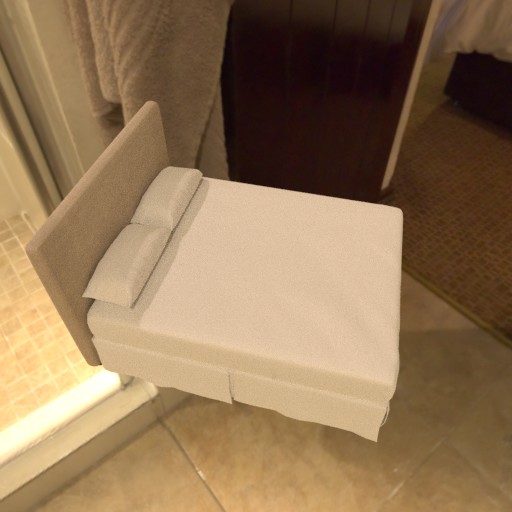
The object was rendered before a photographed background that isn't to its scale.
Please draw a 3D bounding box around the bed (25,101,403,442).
[{"bbox_3d":[0.000,0.000,3.186,2.162,1.330,1.713,10,48,9],"label":"bed"}]
